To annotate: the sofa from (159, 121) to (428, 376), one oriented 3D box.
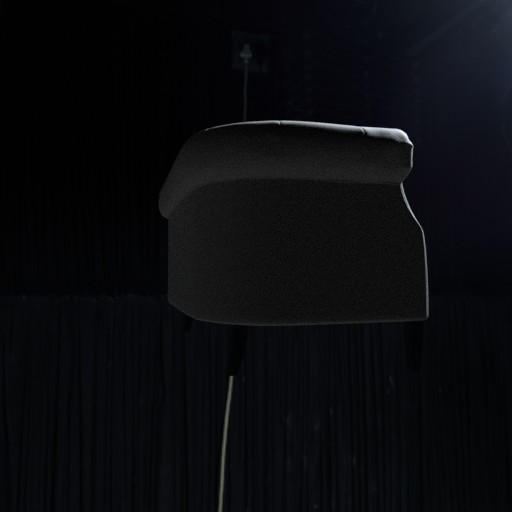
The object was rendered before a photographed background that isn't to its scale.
[{"bbox_3d":[0.000,0.000,2.074,0.835,0.827,1.558,1,-2,-17],"label":"sofa"}]
